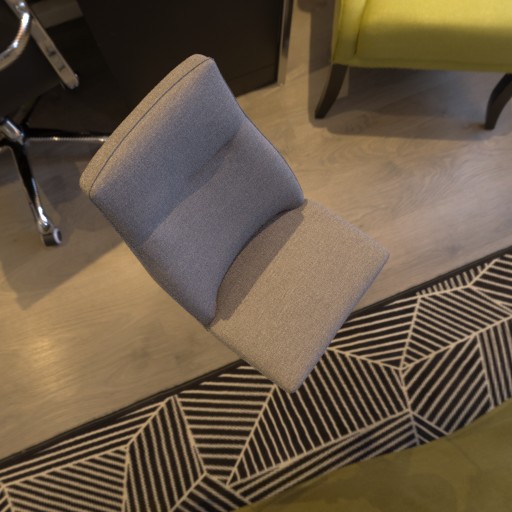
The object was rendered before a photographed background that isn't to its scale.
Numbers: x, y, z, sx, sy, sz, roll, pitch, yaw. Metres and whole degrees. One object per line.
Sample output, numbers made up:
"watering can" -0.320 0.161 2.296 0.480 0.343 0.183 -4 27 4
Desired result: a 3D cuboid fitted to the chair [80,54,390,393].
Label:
"chair" 0.000 0.000 1.257 0.620 0.930 0.500 36 79 8
